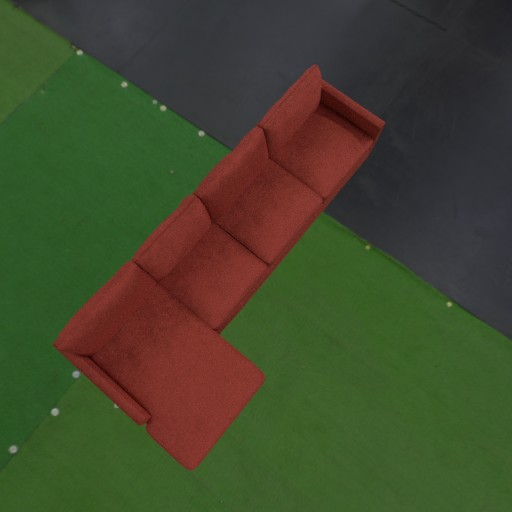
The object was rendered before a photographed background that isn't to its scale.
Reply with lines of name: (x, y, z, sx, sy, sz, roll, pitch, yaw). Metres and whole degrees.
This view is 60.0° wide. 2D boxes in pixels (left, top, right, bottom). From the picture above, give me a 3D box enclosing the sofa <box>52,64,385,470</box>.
sofa: (0.000, 0.000, 3.974, 1.500, 0.967, 3.400, 38, 78, 10)
